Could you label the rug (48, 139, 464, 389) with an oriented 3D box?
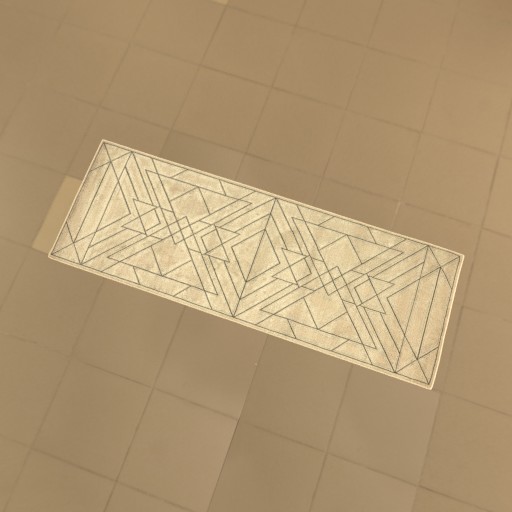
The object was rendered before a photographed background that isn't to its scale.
[{"bbox_3d":[0.000,0.000,2.675,2.381,0.036,0.831,18,77,4],"label":"rug"}]
